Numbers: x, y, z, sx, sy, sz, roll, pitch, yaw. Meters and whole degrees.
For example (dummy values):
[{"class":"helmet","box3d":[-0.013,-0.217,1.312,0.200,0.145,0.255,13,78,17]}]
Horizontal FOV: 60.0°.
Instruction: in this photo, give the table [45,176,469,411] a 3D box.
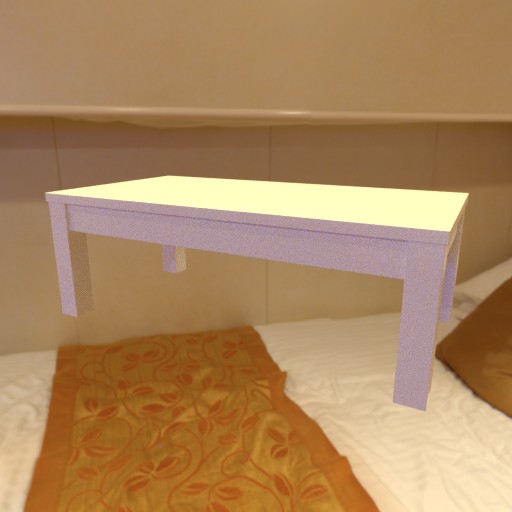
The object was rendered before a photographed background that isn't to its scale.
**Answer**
[{"class":"table","box3d":[0.000,0.000,1.654,1.350,0.470,0.700,8,18,27]}]
